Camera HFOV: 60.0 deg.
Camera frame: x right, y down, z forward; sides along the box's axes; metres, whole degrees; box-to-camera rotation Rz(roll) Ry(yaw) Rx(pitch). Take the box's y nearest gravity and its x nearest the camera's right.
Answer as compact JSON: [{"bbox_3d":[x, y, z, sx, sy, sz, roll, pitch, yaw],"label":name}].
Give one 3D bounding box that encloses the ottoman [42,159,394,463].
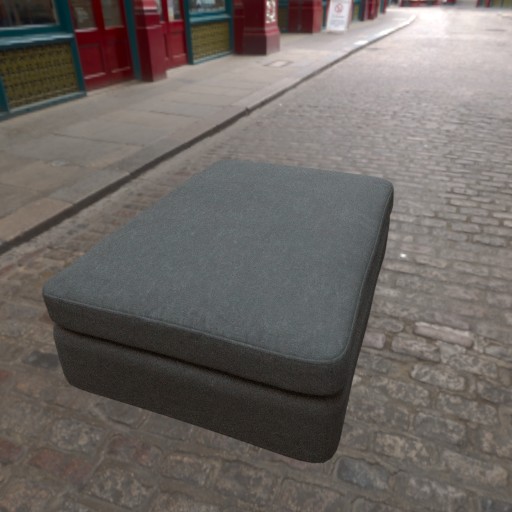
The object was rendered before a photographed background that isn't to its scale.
[{"bbox_3d":[0.000,0.000,1.584,0.840,0.429,1.199,11,32,18],"label":"ottoman"}]
